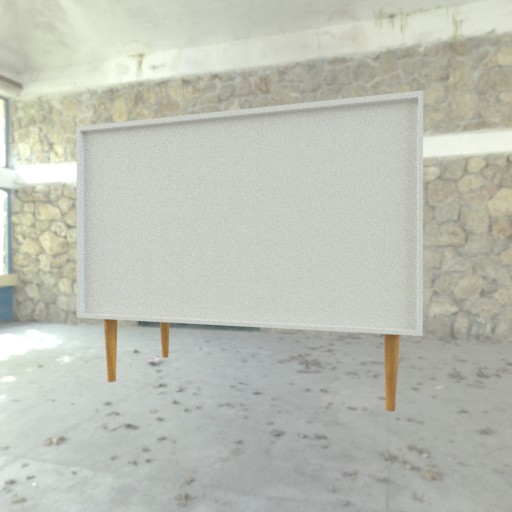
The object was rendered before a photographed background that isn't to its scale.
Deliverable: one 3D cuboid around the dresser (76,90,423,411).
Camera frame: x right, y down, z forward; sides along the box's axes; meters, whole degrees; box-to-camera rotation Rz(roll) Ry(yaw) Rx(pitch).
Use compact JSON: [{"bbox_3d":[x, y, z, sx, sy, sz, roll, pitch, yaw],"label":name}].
[{"bbox_3d":[0.000,0.000,1.316,0.905,0.721,0.457,0,0,18],"label":"dresser"}]
